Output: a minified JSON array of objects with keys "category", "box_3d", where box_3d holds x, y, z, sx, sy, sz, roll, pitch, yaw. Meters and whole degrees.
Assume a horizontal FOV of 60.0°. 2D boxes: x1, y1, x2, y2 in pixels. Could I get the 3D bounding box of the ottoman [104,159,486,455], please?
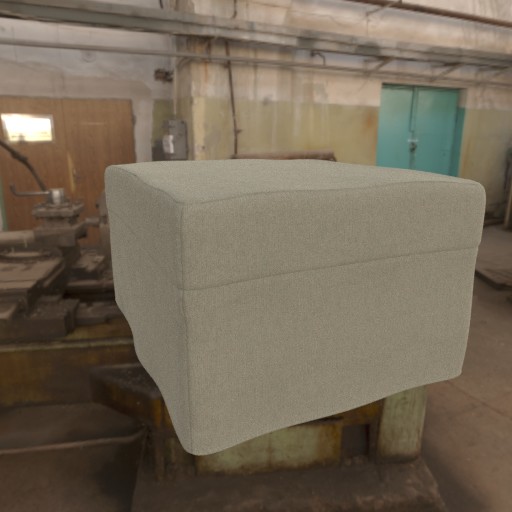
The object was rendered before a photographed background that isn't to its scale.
[{"category":"ottoman","box_3d":[0.000,0.000,1.157,0.648,0.461,0.833,-7,17,-24]}]
